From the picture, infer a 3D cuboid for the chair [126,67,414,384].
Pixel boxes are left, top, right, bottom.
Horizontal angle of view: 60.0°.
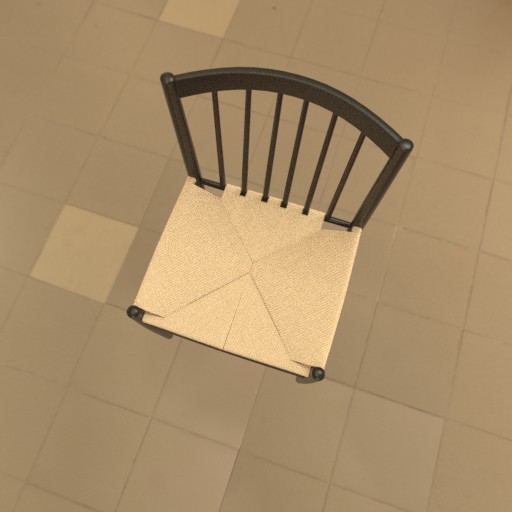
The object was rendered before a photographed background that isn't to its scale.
[{"bbox_3d":[0.000,0.000,1.155,0.495,0.818,0.516,17,74,5],"label":"chair"}]
